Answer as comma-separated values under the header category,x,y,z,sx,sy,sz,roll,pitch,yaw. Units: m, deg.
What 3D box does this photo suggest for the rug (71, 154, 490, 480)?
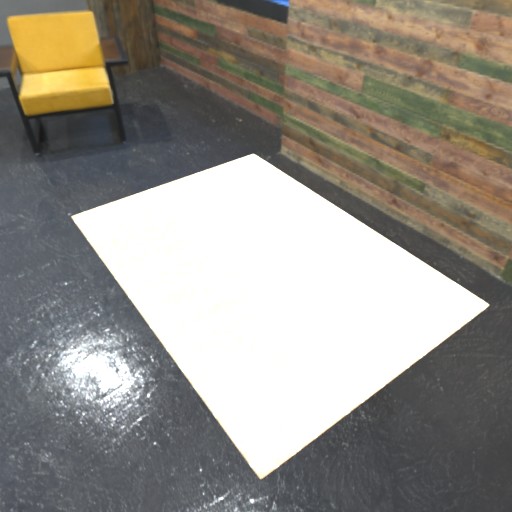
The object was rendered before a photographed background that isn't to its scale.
category,x,y,z,sx,sy,sz,roll,pitch,yaw
rug,0.000,0.000,2.666,1.524,0.010,2.134,-25,46,-27
